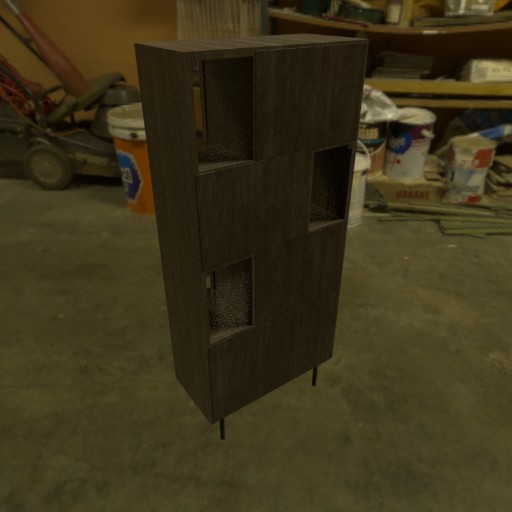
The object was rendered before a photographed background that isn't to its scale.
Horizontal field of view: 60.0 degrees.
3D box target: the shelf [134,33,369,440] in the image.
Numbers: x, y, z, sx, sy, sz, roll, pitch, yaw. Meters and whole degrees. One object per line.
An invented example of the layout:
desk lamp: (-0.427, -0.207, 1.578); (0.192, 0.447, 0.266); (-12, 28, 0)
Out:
shelf: (0.000, 0.000, 1.765); (0.670, 1.545, 0.323); (-20, 36, -30)
